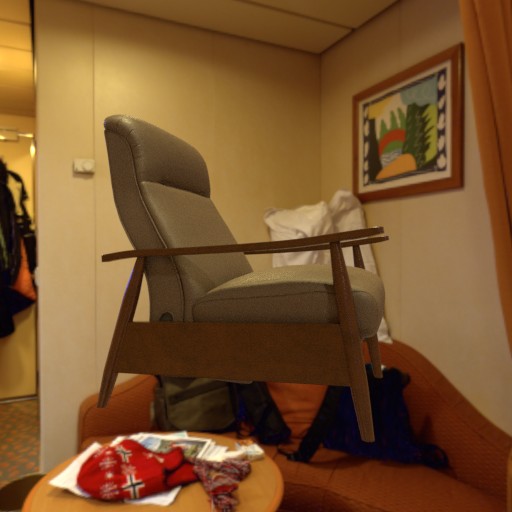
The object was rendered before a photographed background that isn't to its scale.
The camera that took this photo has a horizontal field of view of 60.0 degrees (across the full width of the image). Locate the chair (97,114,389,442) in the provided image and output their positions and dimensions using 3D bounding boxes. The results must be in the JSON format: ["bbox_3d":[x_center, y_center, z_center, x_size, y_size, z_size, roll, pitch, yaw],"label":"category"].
[{"bbox_3d":[0.000,0.000,1.785,1.014,1.082,0.762,0,0,18],"label":"chair"}]
